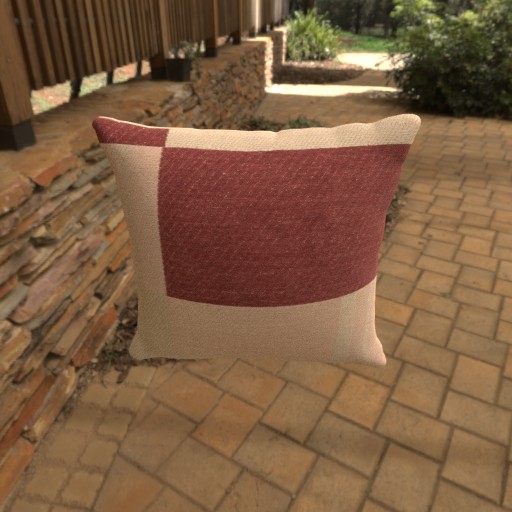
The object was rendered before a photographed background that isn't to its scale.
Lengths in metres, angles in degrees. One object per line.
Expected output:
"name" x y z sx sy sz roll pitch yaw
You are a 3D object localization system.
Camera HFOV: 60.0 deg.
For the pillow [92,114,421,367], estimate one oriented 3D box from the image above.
"pillow" 0.000 0.000 0.805 0.536 0.506 0.229 1 30 2
